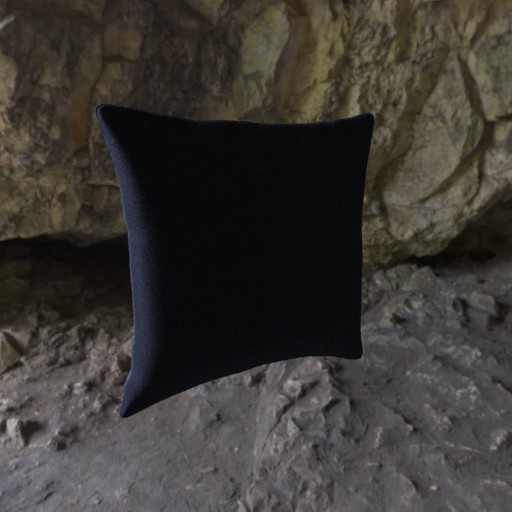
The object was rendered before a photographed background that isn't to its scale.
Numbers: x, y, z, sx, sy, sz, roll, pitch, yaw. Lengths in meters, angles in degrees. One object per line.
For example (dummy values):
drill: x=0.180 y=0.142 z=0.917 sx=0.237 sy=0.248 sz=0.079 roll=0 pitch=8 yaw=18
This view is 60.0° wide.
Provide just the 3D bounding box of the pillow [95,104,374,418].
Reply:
pillow: x=0.000 y=0.000 z=0.670 sx=0.431 sy=0.431 sz=0.141 roll=-7 pitch=15 yaw=-26
